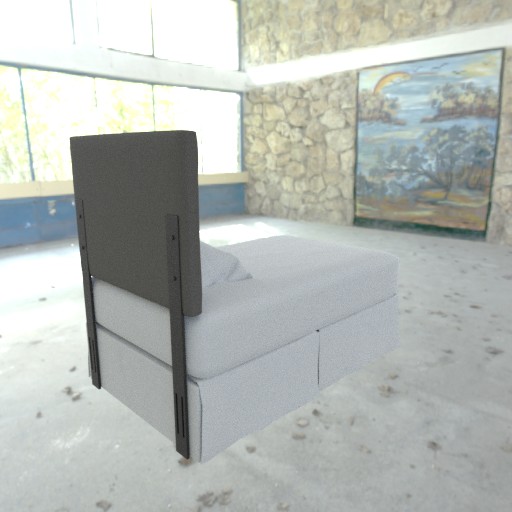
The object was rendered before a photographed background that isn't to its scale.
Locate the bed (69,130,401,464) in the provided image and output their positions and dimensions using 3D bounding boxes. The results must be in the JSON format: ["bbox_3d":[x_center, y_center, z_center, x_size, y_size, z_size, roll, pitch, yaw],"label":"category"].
[{"bbox_3d":[0.000,0.000,3.038,1.997,1.571,1.261,-13,18,-44],"label":"bed"}]
